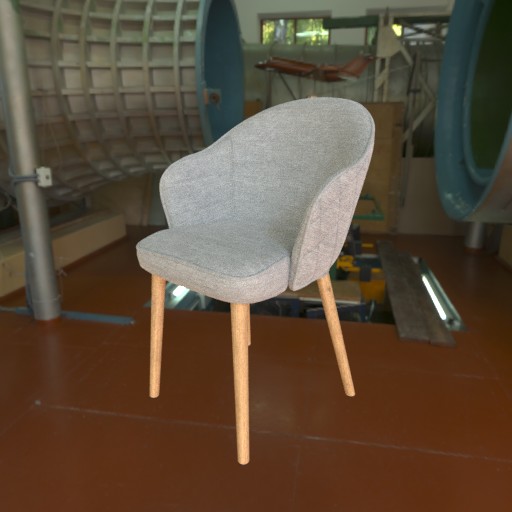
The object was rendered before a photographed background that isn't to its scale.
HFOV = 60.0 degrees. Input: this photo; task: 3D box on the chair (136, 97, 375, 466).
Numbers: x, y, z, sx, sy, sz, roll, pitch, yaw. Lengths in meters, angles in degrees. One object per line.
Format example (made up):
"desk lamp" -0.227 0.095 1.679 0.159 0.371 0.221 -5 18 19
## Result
"chair" 0.000 0.000 1.158 0.540 0.800 0.530 16 23 42
